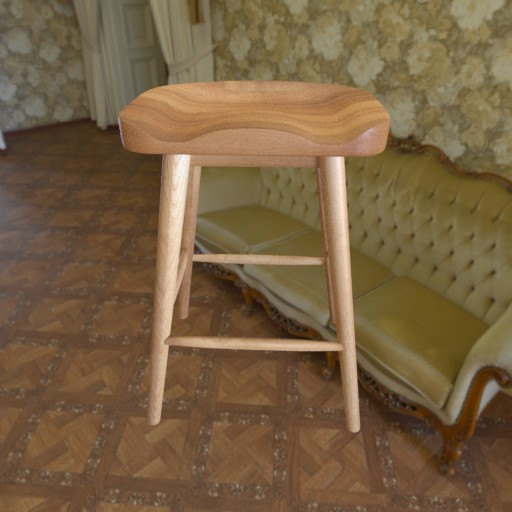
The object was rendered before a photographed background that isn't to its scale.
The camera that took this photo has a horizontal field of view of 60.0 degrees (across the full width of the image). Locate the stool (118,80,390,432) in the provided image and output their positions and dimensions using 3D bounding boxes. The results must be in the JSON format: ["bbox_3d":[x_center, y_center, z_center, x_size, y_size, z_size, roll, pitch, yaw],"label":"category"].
[{"bbox_3d":[0.000,0.000,0.895,0.440,0.615,0.361,1,32,2],"label":"stool"}]
